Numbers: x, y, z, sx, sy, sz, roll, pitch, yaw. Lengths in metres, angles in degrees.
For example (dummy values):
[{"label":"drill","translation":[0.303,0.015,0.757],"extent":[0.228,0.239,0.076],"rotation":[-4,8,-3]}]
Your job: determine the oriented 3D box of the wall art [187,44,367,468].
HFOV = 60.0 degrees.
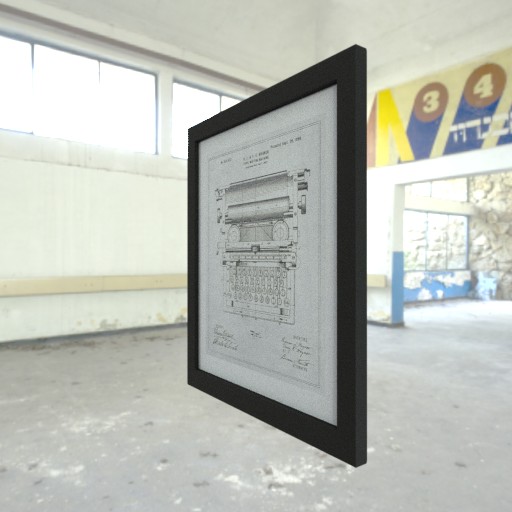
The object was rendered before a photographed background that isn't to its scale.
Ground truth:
[{"label":"wall art","translation":[0.000,0.000,0.711],"extent":[0.021,0.508,0.432],"rotation":[0,0,-36]}]
